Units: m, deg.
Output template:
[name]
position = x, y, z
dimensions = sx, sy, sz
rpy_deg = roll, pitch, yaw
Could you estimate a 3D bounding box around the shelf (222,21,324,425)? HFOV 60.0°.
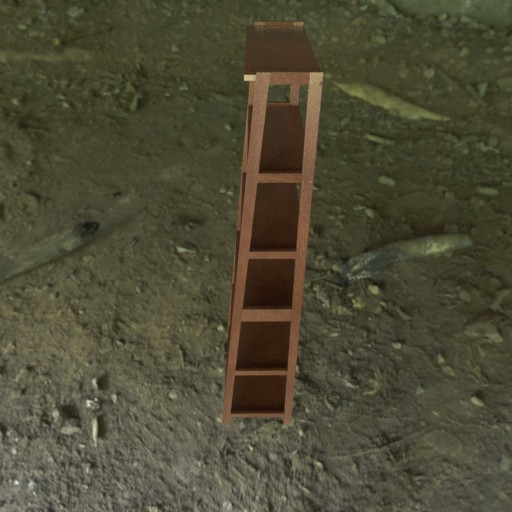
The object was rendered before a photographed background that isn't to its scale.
[shelf]
position = 0.000, 0.000, 2.117
dimensions = 0.382, 1.892, 0.660
rpy_deg = 0, 39, 0
